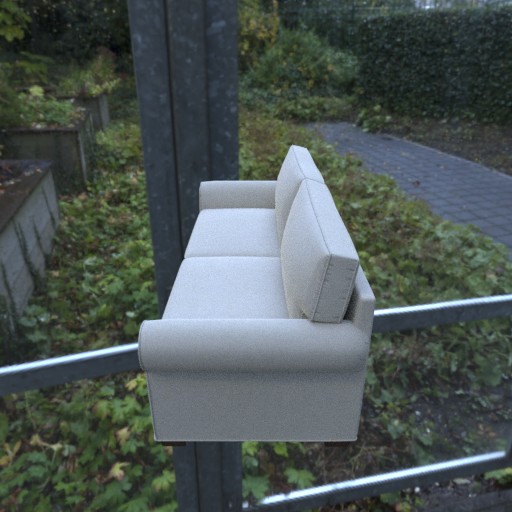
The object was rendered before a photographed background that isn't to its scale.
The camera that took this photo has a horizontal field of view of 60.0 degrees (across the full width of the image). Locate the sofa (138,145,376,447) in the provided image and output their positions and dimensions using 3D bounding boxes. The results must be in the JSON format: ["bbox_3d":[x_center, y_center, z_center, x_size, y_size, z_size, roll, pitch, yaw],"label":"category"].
[{"bbox_3d":[0.000,0.000,2.653,0.901,0.962,2.146,0,25,0],"label":"sofa"}]
